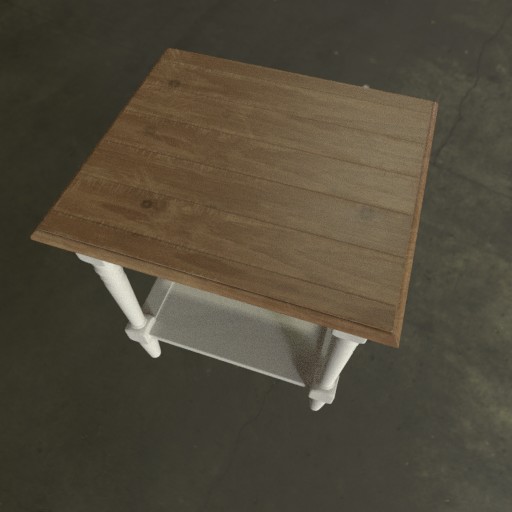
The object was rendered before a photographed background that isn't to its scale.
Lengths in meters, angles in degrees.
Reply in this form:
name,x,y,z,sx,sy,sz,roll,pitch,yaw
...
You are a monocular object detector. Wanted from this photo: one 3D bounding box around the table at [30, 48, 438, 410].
name,x,y,z,sx,sy,sz,roll,pitch,yaw
table,0.000,0.000,0.913,0.508,0.561,0.457,15,59,10
